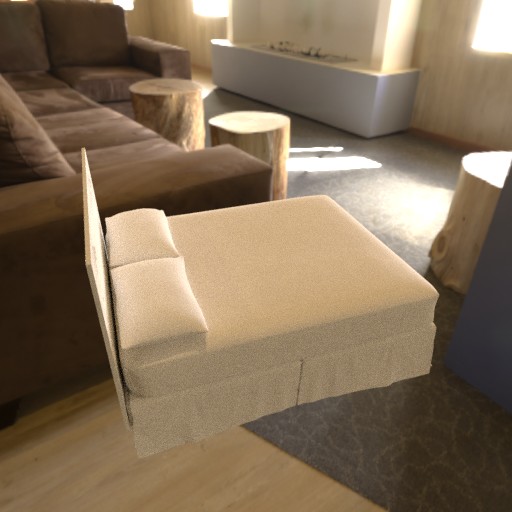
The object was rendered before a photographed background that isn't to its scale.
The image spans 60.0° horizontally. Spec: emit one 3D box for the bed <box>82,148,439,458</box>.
[{"bbox_3d":[0.000,0.000,3.181,2.094,1.335,1.745,-10,34,-16],"label":"bed"}]
